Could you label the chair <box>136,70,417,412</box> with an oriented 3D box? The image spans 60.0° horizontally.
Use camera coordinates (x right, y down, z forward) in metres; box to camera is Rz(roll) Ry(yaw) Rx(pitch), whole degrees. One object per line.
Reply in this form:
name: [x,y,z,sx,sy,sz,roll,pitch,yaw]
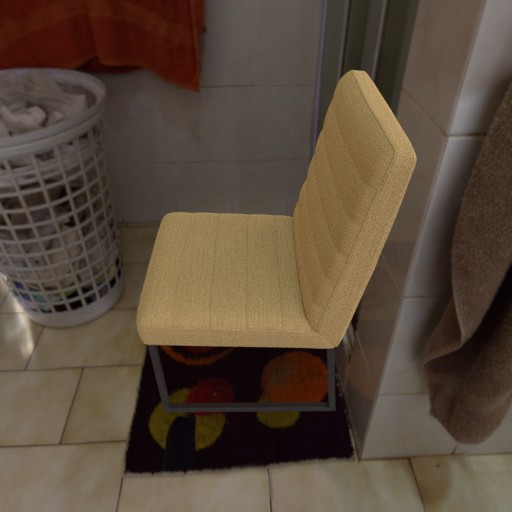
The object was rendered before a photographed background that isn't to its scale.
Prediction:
chair: [0.000,0.000,1.317,0.634,0.930,0.520,0,40,0]
